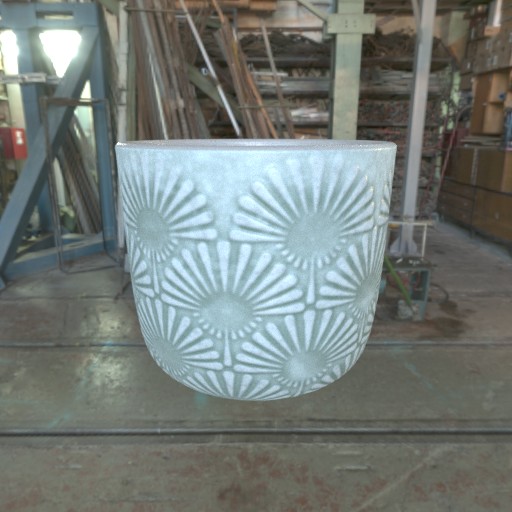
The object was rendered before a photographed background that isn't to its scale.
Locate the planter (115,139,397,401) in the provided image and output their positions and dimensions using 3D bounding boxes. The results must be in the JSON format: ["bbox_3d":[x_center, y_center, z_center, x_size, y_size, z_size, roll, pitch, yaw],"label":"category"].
[{"bbox_3d":[0.000,0.000,0.218,0.124,0.109,0.124,0,16,0],"label":"planter"}]
